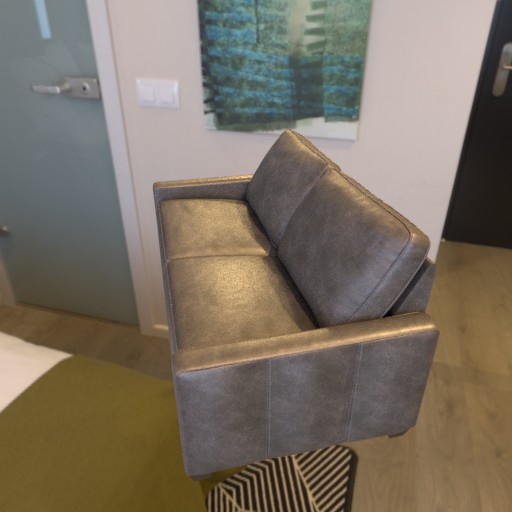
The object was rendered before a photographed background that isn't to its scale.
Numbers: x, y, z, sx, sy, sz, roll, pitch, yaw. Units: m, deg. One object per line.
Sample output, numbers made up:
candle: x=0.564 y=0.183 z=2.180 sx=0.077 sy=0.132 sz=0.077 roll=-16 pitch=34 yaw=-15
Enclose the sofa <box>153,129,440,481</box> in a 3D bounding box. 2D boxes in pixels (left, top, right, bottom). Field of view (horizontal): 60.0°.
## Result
sofa: x=0.000 y=0.000 z=2.225 sx=0.939 sy=0.916 sz=1.732 roll=-7 pitch=31 yaw=-12
